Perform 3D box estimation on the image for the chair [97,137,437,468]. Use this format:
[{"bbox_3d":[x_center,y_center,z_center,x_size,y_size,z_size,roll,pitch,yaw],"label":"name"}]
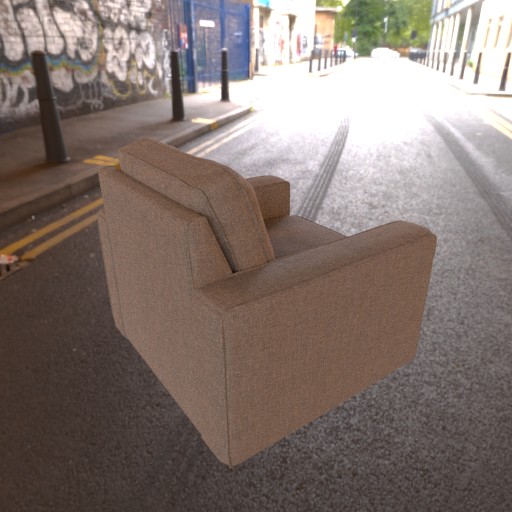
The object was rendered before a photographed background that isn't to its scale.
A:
[{"bbox_3d":[0.000,0.000,1.765,0.940,0.914,1.016,-17,30,-32],"label":"chair"}]
